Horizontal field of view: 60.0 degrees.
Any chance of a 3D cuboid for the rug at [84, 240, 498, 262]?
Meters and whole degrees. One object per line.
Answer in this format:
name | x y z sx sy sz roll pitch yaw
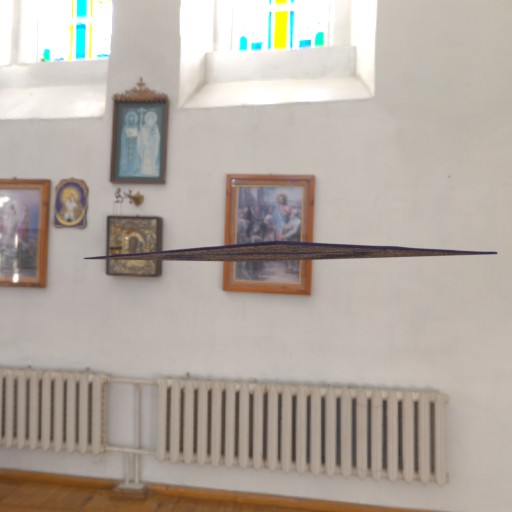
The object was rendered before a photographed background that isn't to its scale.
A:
rug | 0.000 0.000 2.199 1.184 0.012 1.781 1 -2 -36
